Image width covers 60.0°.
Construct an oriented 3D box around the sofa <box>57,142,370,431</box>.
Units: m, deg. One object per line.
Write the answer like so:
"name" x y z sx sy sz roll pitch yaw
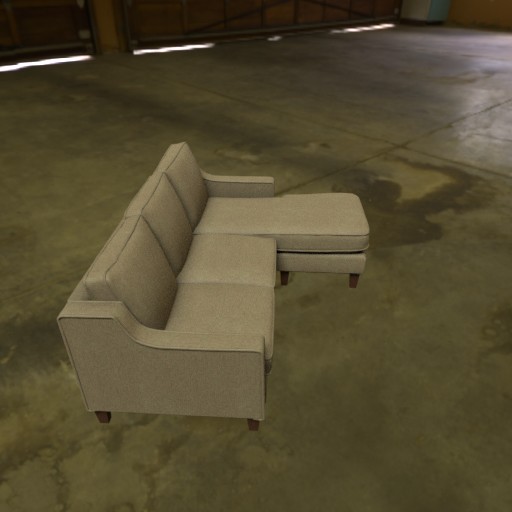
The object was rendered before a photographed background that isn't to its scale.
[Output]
"sofa" 0.000 0.000 3.307 1.858 1.081 2.317 2 33 3
